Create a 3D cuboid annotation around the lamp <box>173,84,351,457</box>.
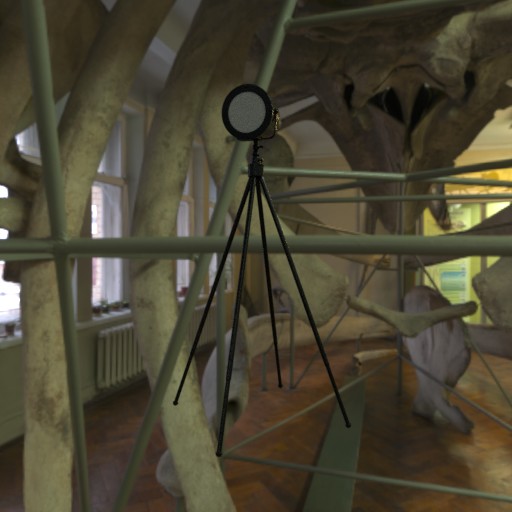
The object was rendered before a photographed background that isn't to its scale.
[{"bbox_3d":[0.000,0.000,2.065,0.879,1.504,0.884,0,1,19],"label":"lamp"}]
